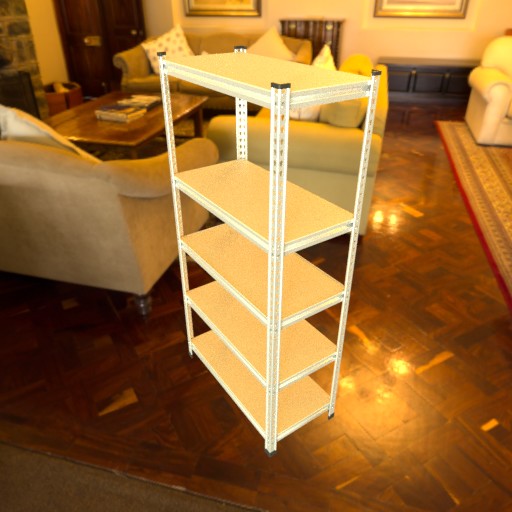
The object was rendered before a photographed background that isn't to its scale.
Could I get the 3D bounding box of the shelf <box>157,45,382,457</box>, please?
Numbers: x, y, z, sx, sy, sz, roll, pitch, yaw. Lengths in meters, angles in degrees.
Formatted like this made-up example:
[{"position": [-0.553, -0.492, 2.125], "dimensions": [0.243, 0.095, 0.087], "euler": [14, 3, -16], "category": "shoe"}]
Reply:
[{"position": [0.000, 0.000, 2.244], "dimensions": [0.457, 1.829, 0.914], "euler": [-20, 37, -29], "category": "shelf"}]
